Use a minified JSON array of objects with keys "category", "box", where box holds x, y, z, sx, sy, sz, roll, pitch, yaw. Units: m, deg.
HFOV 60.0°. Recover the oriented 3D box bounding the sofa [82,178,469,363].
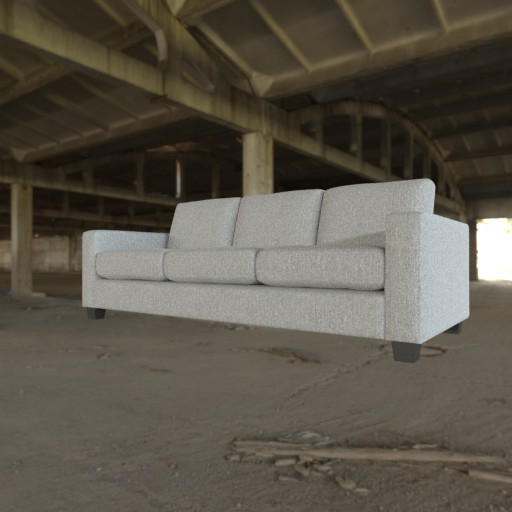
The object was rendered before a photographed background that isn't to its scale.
[{"category":"sofa","box":[0.000,0.000,2.571,2.120,0.800,0.900,0,0,36]}]
